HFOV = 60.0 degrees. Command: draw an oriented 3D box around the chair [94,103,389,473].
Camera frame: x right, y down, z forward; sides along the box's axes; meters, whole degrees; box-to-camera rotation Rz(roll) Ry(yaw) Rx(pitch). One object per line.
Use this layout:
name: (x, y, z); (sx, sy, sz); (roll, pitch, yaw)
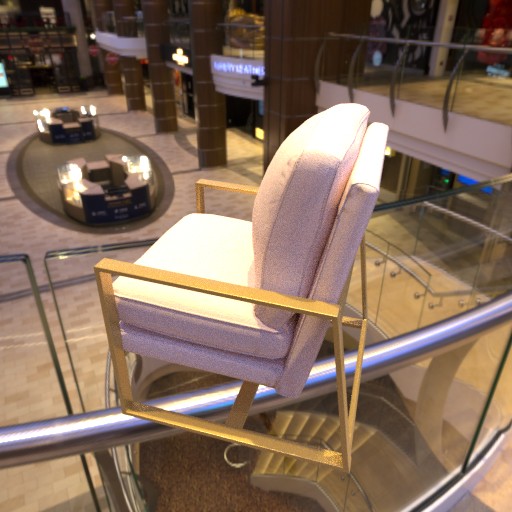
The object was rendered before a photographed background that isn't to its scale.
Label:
chair: (0.000, 0.000, 1.511); (0.813, 0.956, 0.758); (8, 30, 15)
